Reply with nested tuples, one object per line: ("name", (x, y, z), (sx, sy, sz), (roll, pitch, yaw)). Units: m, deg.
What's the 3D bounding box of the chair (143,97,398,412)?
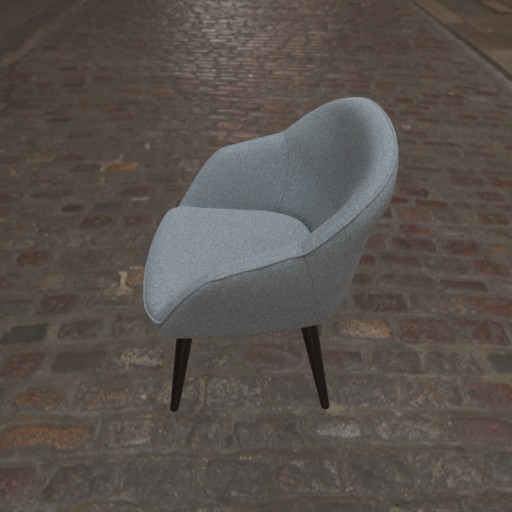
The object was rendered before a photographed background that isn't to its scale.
("chair", (0.000, 0.000, 1.254), (0.611, 0.810, 0.589), (-1, 41, -1))
